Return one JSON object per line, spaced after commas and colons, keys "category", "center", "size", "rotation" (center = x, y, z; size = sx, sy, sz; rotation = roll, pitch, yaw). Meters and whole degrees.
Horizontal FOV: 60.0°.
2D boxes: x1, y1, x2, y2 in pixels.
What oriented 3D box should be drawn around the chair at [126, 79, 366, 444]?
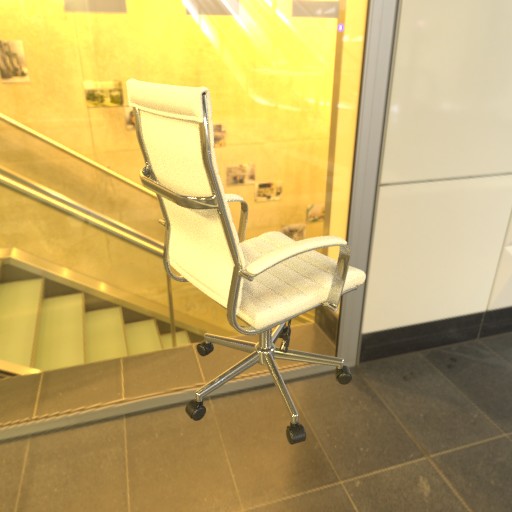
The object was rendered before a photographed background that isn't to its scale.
{"category": "chair", "center": [0.000, 0.000, 1.542], "size": [0.679, 1.149, 0.679], "rotation": [-17, 30, -33]}
